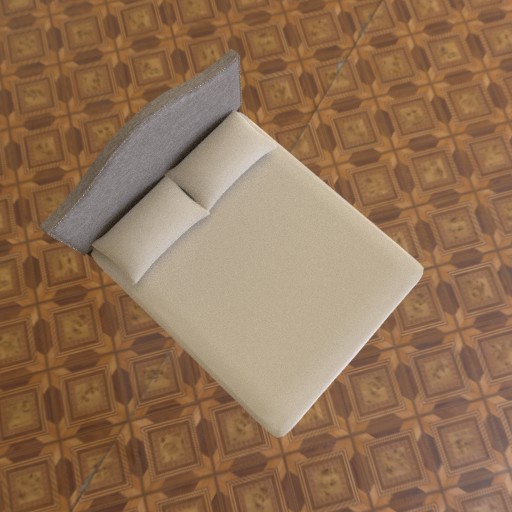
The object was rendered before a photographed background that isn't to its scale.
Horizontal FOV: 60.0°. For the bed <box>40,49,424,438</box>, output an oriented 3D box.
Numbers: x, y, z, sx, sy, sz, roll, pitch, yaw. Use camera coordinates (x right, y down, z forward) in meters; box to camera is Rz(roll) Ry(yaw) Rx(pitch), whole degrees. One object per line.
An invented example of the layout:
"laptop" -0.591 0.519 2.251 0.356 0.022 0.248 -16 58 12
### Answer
"bed" 0.000 0.000 2.928 1.870 1.295 1.610 42 81 9
